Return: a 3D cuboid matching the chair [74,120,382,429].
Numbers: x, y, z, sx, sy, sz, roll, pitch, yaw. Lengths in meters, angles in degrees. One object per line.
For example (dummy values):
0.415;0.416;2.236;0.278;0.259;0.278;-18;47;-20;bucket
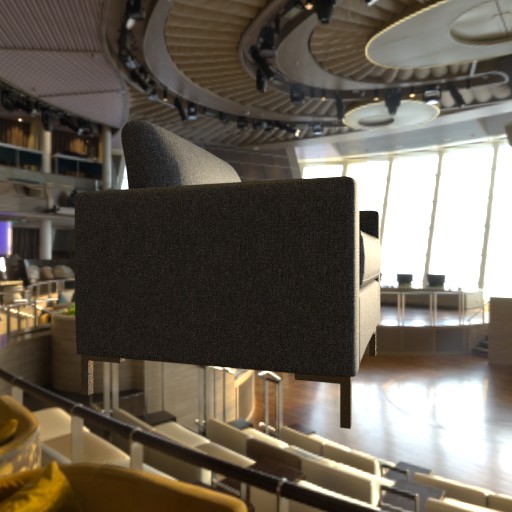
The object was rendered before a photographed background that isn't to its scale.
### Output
0.000;0.000;1.645;0.866;0.861;0.963;0;0;19;chair
